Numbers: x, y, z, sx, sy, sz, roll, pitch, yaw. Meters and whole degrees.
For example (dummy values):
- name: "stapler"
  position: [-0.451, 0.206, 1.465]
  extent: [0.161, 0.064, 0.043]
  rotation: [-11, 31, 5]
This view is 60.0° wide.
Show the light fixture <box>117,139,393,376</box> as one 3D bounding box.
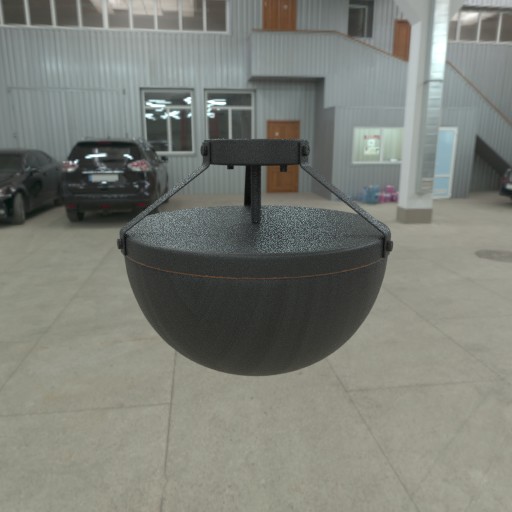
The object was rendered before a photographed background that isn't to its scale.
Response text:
- name: "light fixture"
  position: [0.000, 0.000, 0.529]
  extent: [0.304, 0.269, 0.304]
  rotation: [0, 14, 0]
